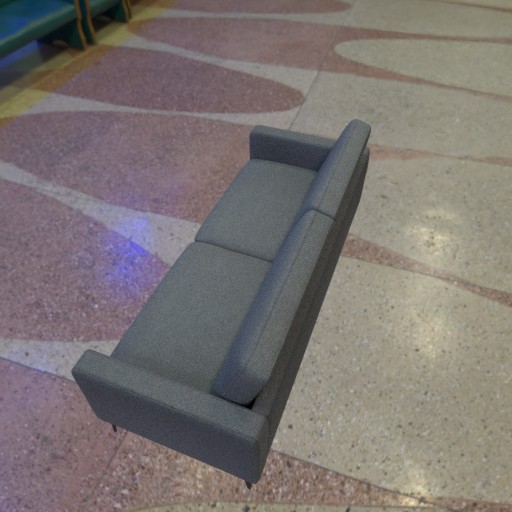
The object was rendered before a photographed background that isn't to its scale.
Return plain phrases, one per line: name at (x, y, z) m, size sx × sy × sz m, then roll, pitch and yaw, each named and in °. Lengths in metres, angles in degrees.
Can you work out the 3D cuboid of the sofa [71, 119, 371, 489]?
sofa at (0.000, 0.000, 2.298) m, size 0.774 × 0.828 × 1.925 m, roll 16°, pitch 48°, yaw 15°
